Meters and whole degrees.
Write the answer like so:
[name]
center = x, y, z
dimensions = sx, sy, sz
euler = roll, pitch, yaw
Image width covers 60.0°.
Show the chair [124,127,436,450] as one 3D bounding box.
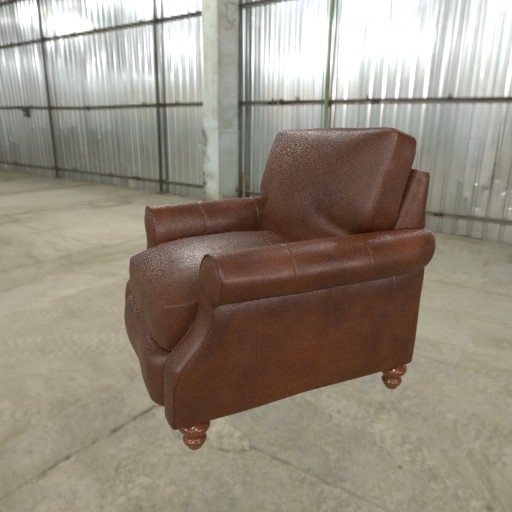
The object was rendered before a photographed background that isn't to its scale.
[chair]
center = 0.000, 0.000, 1.736
dimensions = 0.992, 0.972, 0.989
euler = -8, 18, -24
